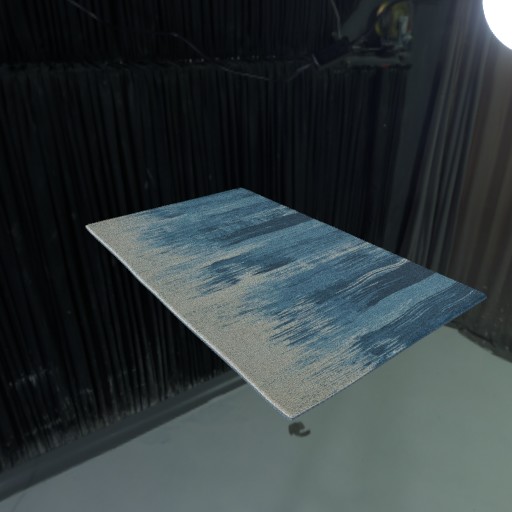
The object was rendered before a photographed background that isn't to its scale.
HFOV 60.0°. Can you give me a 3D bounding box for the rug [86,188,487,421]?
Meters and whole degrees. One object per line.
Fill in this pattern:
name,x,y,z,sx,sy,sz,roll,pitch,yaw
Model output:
rug,0.000,0.000,3.022,1.540,0.027,2.450,-19,33,-33
